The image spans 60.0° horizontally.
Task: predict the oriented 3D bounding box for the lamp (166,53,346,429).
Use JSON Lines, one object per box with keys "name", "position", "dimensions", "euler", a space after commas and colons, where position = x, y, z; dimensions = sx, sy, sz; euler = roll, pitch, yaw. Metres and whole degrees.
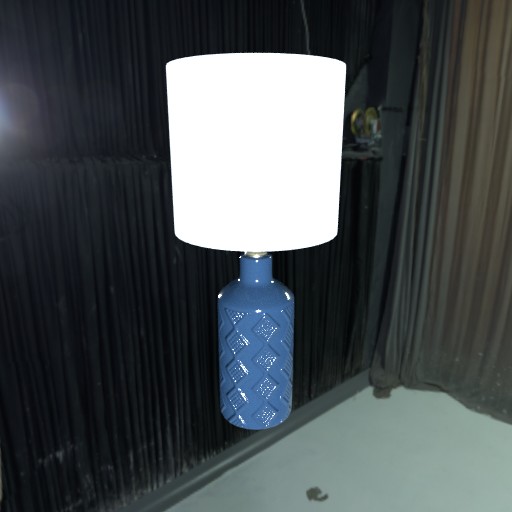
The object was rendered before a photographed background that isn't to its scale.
{"name": "lamp", "position": [0.000, 0.000, 0.583], "dimensions": [0.207, 0.461, 0.207], "euler": [15, 22, 42]}
